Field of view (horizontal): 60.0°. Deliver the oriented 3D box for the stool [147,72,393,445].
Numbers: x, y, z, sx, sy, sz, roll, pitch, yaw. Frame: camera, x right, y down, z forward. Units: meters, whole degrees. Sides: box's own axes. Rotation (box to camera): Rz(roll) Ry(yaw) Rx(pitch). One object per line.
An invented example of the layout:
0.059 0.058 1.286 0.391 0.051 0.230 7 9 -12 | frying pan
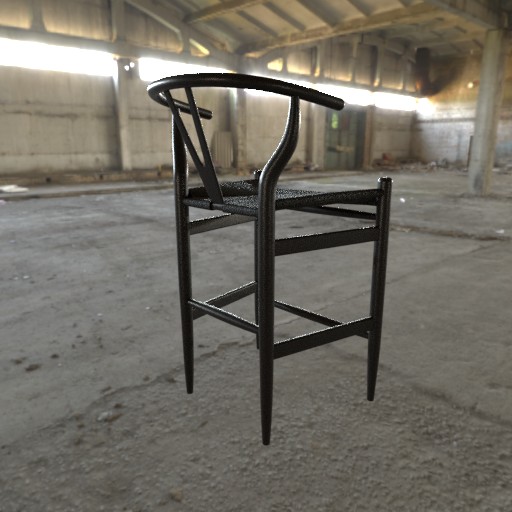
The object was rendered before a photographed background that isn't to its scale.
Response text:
0.000 0.000 1.345 0.579 0.970 0.569 -13 19 -42 | stool
